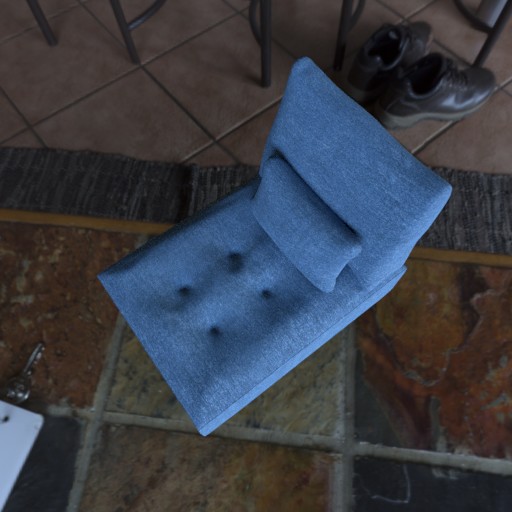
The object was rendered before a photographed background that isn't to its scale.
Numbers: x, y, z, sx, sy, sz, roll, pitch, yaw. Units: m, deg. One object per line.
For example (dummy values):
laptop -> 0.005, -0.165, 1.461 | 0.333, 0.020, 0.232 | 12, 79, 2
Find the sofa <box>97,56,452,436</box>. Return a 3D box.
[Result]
sofa -> 0.000, 0.000, 1.584 | 1.000, 0.820, 0.700 | -34, 69, -15
